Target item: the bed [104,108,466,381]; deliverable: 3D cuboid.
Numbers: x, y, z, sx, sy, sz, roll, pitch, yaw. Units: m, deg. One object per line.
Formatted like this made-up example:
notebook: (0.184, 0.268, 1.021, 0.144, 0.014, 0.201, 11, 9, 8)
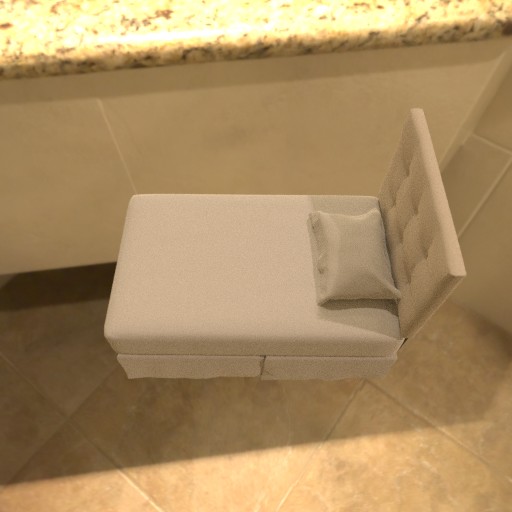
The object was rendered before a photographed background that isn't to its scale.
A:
bed: (0.000, 0.000, 3.003, 1.997, 1.571, 1.261, 1, 59, 0)
